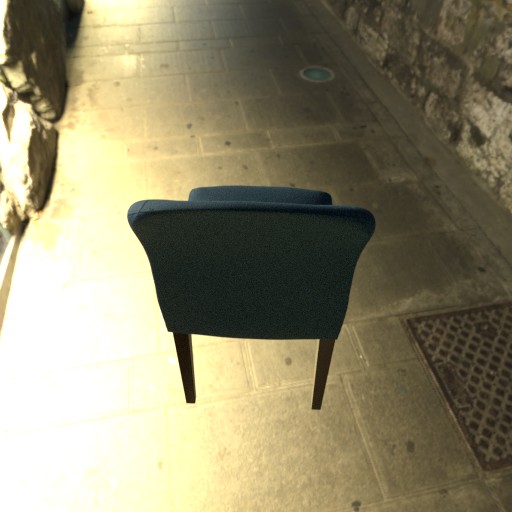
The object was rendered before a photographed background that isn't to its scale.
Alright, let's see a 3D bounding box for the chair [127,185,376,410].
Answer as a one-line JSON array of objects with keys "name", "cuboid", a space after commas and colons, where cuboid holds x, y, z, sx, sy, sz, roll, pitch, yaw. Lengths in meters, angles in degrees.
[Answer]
[{"name": "chair", "cuboid": [0.000, 0.000, 1.275, 0.507, 0.879, 0.620, 2, 46, 2]}]
